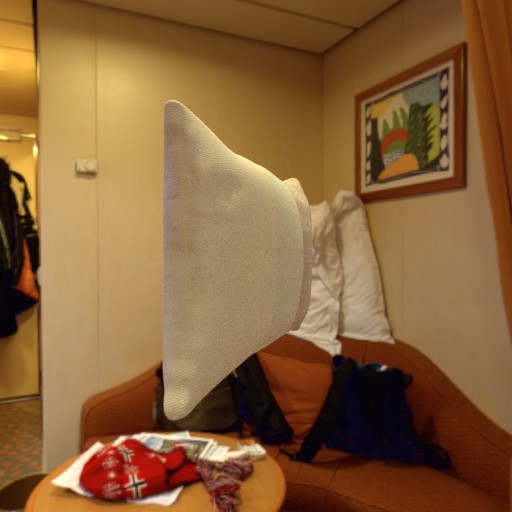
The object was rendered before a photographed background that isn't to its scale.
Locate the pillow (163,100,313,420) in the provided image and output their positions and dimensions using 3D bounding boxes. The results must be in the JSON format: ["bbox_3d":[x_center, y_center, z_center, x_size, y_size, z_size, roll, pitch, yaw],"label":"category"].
[{"bbox_3d":[0.000,0.000,0.650,0.139,0.305,0.506,0,0,18],"label":"pillow"}]
